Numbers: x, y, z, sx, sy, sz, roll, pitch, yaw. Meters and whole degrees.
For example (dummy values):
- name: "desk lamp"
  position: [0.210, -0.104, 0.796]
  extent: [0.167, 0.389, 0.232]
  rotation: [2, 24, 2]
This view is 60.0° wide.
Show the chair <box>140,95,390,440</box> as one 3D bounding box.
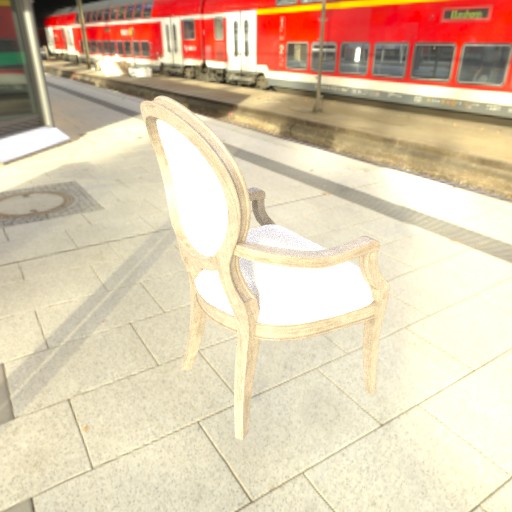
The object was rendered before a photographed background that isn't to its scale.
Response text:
- name: "chair"
  position: [0.000, 0.000, 1.402]
  extent: [0.602, 0.991, 0.611]
  rotation: [-17, 31, -31]
